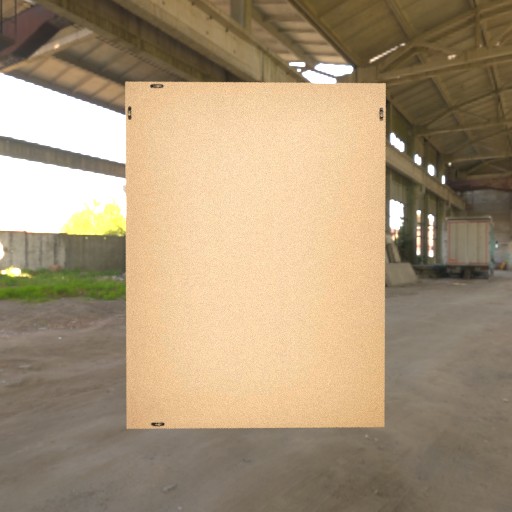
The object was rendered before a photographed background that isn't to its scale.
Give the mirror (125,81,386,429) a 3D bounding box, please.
[{"bbox_3d":[0.000,0.000,1.319,0.762,1.016,0.041,0,1,-1],"label":"mirror"}]
